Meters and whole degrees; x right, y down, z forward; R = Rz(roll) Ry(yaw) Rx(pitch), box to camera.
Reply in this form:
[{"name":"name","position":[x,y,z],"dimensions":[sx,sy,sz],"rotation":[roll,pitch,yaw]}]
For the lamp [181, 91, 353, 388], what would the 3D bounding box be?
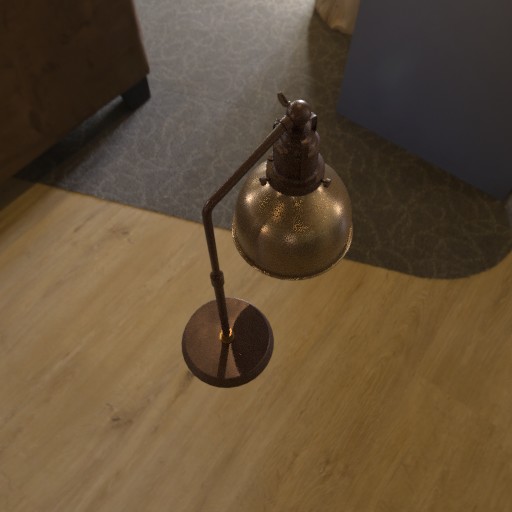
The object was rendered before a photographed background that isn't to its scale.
[{"name":"lamp","position":[0.000,0.000,0.613],"dimensions":[0.298,0.469,0.175],"rotation":[-33,65,-17]}]
